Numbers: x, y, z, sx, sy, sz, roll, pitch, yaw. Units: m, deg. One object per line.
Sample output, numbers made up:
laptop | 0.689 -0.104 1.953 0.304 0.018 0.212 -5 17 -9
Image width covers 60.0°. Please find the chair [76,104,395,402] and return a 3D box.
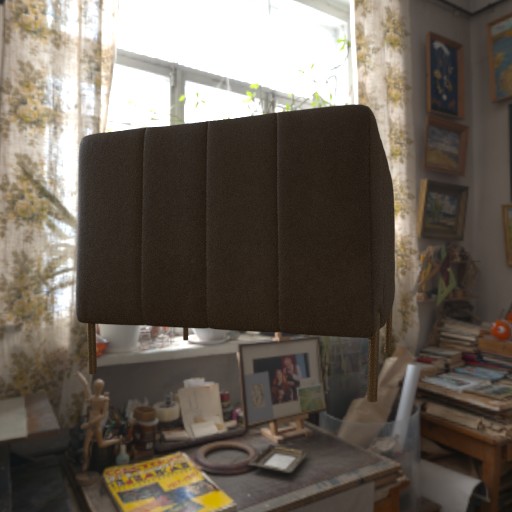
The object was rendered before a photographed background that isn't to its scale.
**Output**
chair | 0.000 0.000 1.650 0.981 0.779 0.876 0 -1 19
